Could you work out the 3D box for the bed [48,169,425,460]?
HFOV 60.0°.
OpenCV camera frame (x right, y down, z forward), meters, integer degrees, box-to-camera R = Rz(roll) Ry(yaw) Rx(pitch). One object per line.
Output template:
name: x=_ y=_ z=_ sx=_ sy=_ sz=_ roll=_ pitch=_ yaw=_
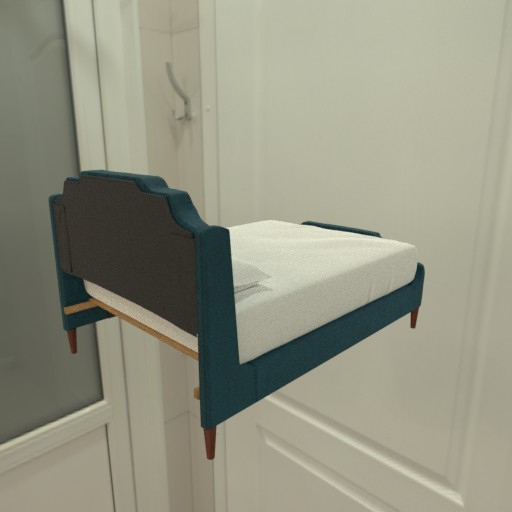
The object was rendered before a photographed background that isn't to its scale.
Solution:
bed: x=0.000 y=0.000 z=3.333 sx=1.676 sy=1.351 sz=2.322 roll=14 pitch=21 yaw=43
